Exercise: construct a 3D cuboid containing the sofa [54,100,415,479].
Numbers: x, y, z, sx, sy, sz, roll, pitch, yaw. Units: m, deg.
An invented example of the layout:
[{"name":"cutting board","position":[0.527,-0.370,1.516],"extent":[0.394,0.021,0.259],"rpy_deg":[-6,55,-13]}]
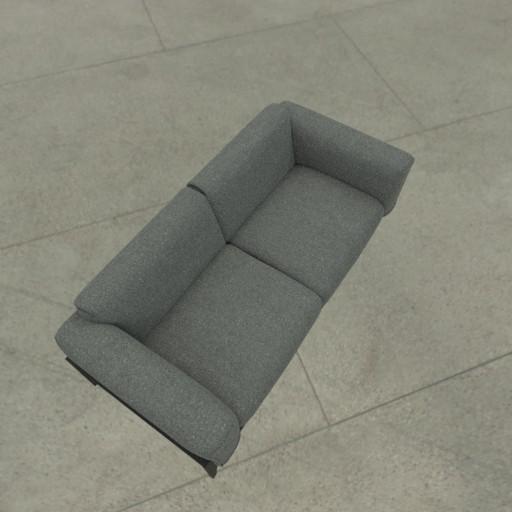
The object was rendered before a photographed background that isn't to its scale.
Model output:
[{"name":"sofa","position":[0.000,0.000,2.585],"extent":[0.985,0.703,2.125],"rpy_deg":[30,63,17]}]
